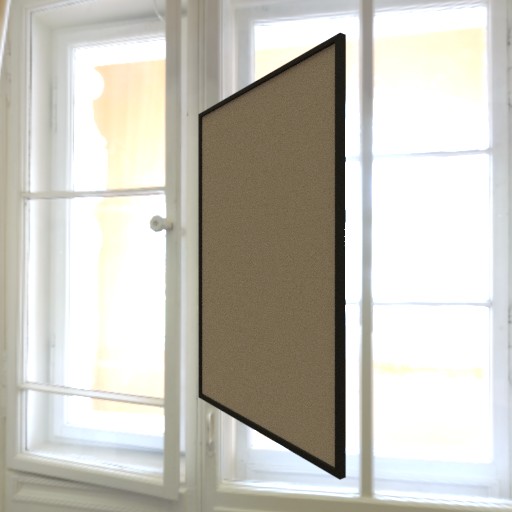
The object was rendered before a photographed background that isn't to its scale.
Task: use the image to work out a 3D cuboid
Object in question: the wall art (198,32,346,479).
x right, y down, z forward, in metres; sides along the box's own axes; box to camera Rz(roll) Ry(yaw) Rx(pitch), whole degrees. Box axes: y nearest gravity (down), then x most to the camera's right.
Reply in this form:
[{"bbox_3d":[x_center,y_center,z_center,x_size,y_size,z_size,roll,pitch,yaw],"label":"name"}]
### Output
[{"bbox_3d":[0.000,0.000,0.847,0.013,0.660,0.460,0,0,-34],"label":"wall art"}]
